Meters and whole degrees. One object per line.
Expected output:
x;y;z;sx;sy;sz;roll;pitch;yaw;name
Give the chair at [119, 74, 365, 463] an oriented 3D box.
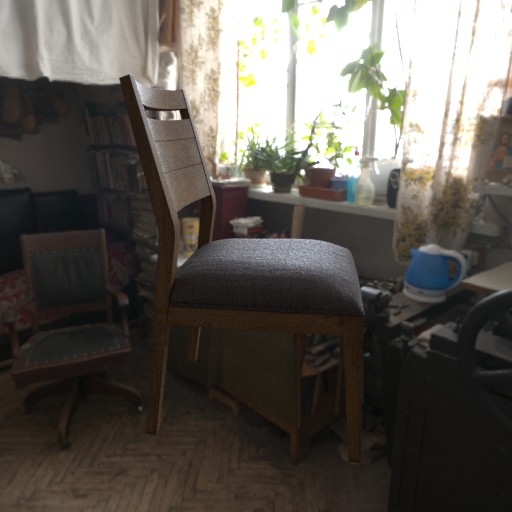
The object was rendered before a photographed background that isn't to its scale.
0.000;0.000;1.280;0.610;0.939;0.501;2;16;8;chair
